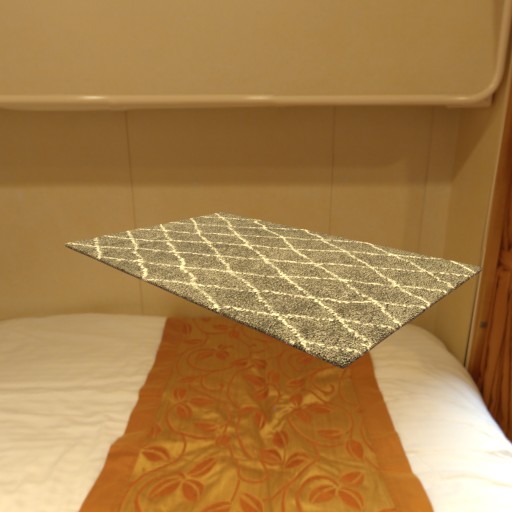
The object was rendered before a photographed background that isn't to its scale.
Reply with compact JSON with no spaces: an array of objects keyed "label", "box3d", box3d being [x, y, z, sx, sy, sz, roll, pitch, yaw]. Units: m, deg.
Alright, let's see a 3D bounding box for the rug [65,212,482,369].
[{"label":"rug","box3d":[0.000,0.000,3.417,2.743,0.030,1.778,16,24,41]}]
